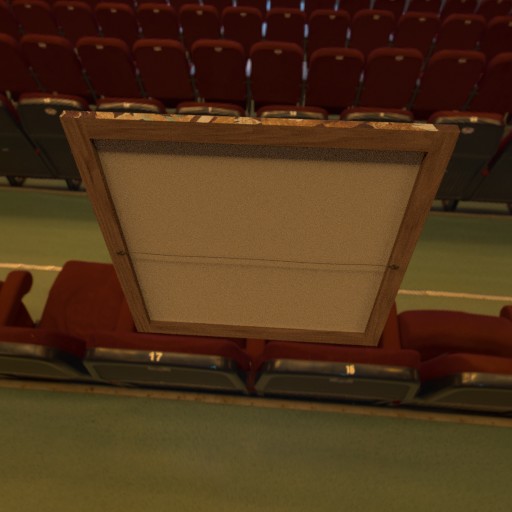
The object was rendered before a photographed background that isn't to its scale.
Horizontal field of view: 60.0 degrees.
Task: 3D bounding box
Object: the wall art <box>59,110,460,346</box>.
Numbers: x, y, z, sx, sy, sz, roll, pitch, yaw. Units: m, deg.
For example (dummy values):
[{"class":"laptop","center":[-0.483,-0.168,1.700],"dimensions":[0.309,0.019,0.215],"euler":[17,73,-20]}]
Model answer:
[{"class":"wall art","center":[0.000,0.000,1.123],"dimensions":[0.757,0.762,0.028],"euler":[3,48,3]}]
